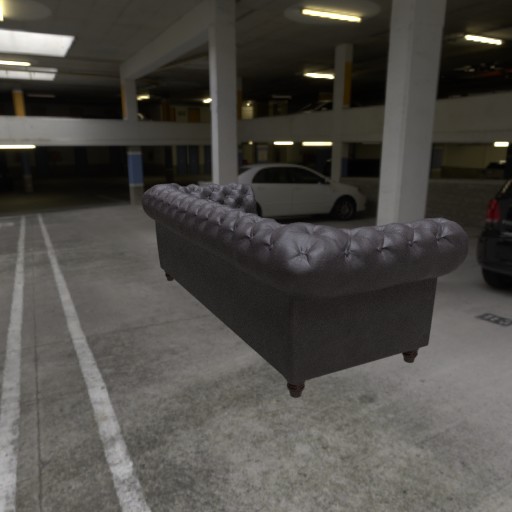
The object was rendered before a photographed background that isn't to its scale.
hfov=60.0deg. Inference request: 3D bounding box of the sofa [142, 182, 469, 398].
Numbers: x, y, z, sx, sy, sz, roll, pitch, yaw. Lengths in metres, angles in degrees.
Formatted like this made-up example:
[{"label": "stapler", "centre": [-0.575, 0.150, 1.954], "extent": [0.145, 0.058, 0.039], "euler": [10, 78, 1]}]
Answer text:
[{"label": "sofa", "centre": [0.000, 0.000, 2.846], "extent": [0.944, 0.783, 2.385], "euler": [-7, 16, -26]}]
